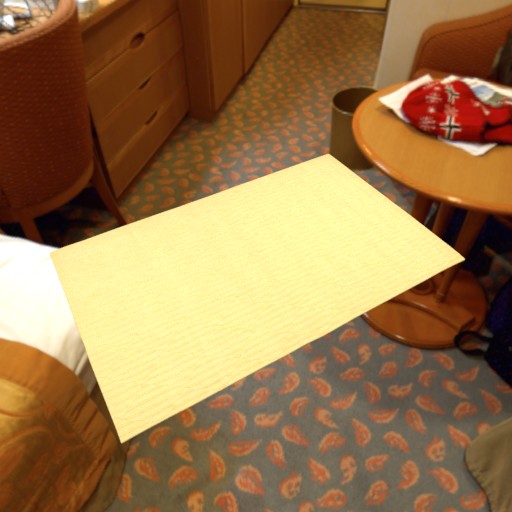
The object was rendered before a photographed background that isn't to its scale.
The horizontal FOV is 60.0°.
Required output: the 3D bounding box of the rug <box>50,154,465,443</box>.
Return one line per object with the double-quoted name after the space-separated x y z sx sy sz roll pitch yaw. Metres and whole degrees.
0.000 0.000 3.054 2.441 0.014 1.531 -23 50 -21 "rug"
